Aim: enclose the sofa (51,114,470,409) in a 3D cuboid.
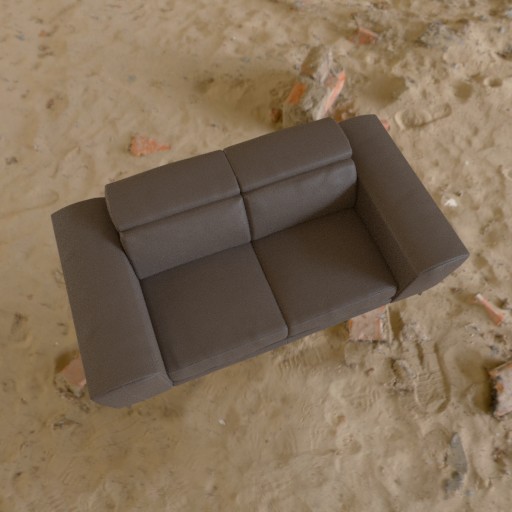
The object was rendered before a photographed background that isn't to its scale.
[{"bbox_3d":[0.000,0.000,2.410,1.895,0.779,1.003,-19,65,-9],"label":"sofa"}]
